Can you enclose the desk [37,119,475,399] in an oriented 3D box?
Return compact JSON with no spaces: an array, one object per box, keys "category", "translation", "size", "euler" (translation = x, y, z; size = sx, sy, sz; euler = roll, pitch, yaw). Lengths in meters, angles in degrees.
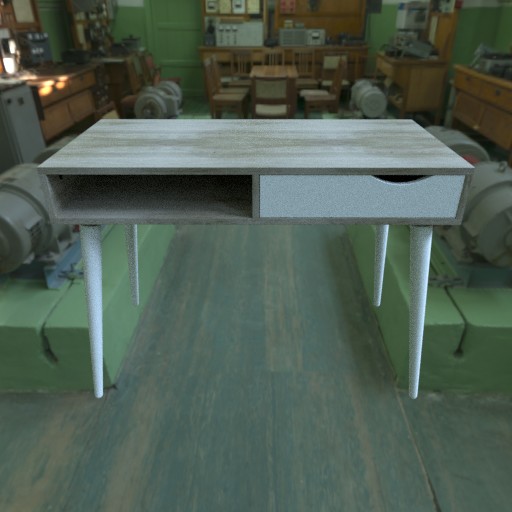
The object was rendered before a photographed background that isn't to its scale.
[{"category":"desk","translation":[0.000,0.000,1.372],"size":[0.979,0.723,0.491],"euler":[0,30,0]}]
